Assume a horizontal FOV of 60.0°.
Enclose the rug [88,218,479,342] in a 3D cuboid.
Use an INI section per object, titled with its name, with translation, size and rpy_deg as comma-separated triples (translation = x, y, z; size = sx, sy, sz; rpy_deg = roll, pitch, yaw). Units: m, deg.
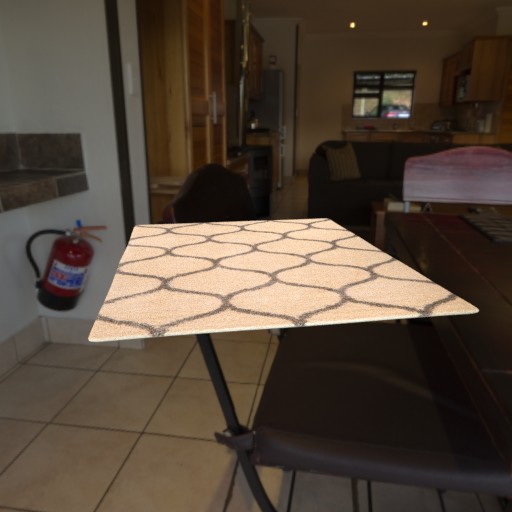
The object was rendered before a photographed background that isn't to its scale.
[rug]
translation = 0.000, 0.000, 4.044
size = 2.399, 0.026, 3.000
rpy_deg = -3, 16, -9
